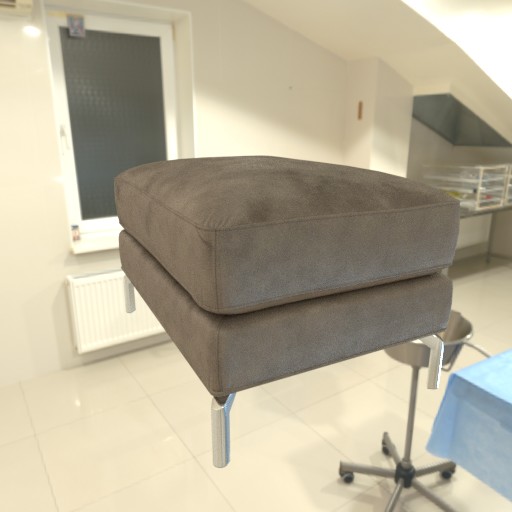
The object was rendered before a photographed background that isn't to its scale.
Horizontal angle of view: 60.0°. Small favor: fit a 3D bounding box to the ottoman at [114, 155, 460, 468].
[{"bbox_3d":[0.000,0.000,1.053,0.520,0.456,0.719,-8,19,-26],"label":"ottoman"}]
